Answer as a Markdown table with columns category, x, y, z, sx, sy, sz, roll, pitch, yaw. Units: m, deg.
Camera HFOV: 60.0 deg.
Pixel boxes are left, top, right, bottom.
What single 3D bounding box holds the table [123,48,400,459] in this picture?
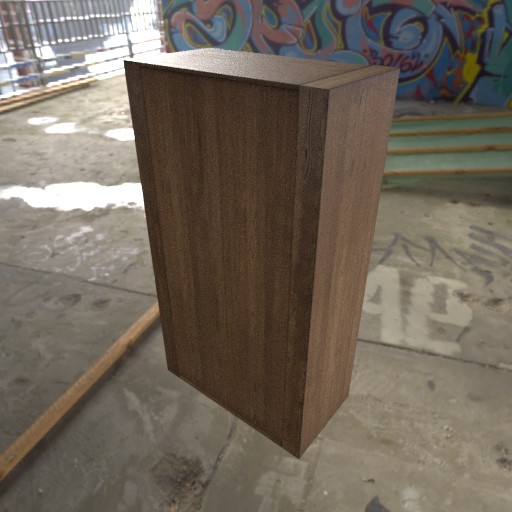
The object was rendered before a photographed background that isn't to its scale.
| category | x | y | z | sx | sy | sz | roll | pitch | yaw |
| --- | --- | --- | --- | --- | --- | --- | --- | --- | --- |
| table | 0.000 | 0.000 | 2.483 | 1.100 | 2.000 | 0.600 | 23 | 38 | 32 |
